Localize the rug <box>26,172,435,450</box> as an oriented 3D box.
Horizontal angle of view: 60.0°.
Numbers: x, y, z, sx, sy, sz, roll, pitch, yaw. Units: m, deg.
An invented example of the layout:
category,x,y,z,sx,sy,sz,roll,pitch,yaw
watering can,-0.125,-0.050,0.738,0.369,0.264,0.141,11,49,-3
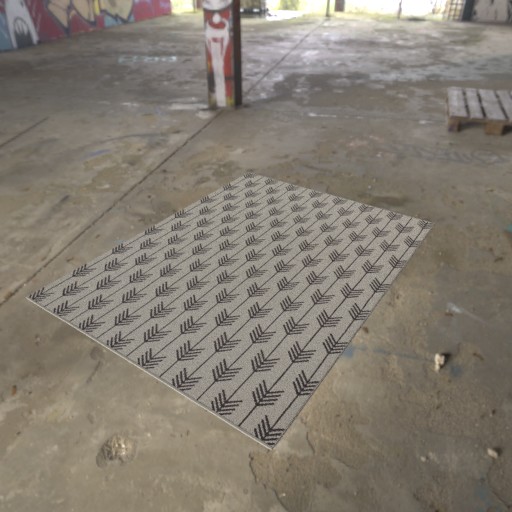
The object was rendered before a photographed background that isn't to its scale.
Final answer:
category,x,y,z,sx,sy,sz,roll,pitch,yaw
rug,0.000,0.000,4.012,2.330,0.010,3.061,21,39,28
